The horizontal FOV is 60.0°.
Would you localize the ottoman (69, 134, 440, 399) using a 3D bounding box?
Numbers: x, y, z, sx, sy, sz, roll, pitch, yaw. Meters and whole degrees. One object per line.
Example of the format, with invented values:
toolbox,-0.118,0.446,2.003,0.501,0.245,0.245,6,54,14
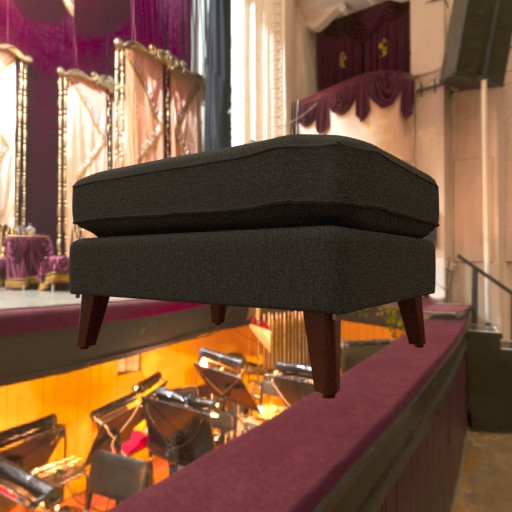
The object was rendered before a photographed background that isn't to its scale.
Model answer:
ottoman,0.000,0.000,1.222,0.835,0.503,0.629,0,-1,36
